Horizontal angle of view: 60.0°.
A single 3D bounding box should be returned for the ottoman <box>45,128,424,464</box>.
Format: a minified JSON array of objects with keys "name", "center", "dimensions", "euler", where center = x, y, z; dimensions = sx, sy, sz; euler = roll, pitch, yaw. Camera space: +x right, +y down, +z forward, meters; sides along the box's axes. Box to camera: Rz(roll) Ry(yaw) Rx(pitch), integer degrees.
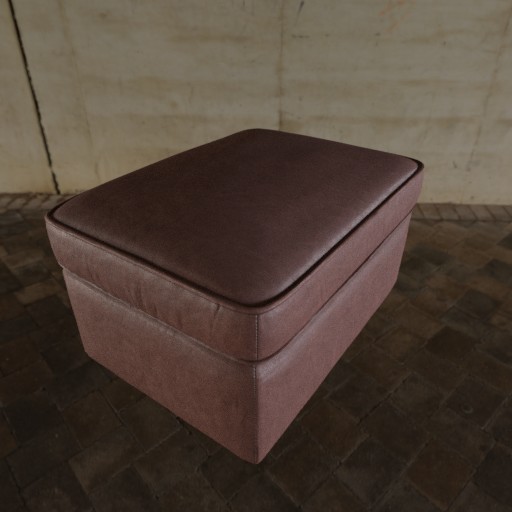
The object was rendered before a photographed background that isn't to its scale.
[{"name":"ottoman","center":[0.000,0.000,1.071],"dimensions":[0.548,0.449,0.749],"euler":[21,38,29]}]
